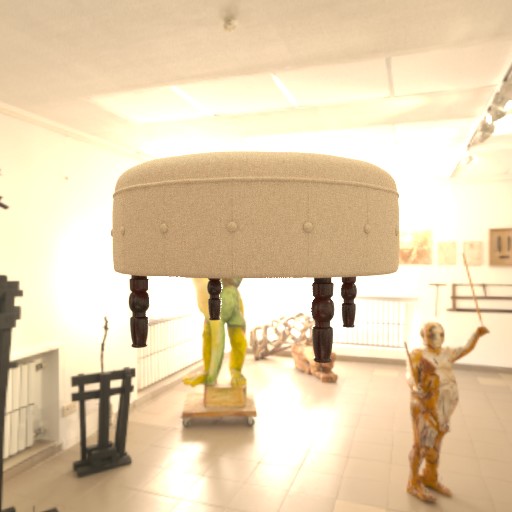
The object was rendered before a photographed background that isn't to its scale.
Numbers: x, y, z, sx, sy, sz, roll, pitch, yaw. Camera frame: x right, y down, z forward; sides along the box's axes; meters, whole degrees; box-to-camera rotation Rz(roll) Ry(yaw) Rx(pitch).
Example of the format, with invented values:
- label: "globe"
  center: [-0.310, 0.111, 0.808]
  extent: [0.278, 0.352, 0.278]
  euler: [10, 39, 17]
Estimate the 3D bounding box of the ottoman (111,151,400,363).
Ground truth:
- label: "ottoman"
  center: [0.000, 0.000, 1.376]
  extent: [0.848, 0.494, 0.848]
  euler: [0, 1, 0]
